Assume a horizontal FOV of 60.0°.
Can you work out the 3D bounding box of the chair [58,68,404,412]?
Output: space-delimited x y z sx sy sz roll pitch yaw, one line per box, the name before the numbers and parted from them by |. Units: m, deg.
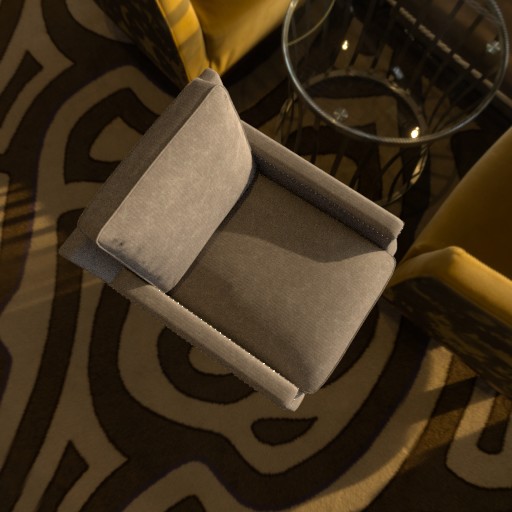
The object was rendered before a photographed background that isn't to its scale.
chair | 0.000 0.000 1.782 1.014 0.948 0.853 34 79 8
